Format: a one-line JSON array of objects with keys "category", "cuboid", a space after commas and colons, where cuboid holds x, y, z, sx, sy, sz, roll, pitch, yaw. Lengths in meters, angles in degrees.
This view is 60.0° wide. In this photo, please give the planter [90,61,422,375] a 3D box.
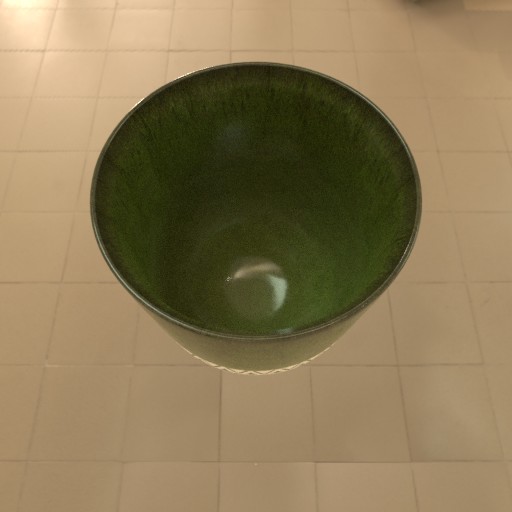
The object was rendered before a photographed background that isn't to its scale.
[{"category": "planter", "cuboid": [0.000, 0.000, 0.451, 0.245, 0.270, 0.245, 0, 65, 0]}]
